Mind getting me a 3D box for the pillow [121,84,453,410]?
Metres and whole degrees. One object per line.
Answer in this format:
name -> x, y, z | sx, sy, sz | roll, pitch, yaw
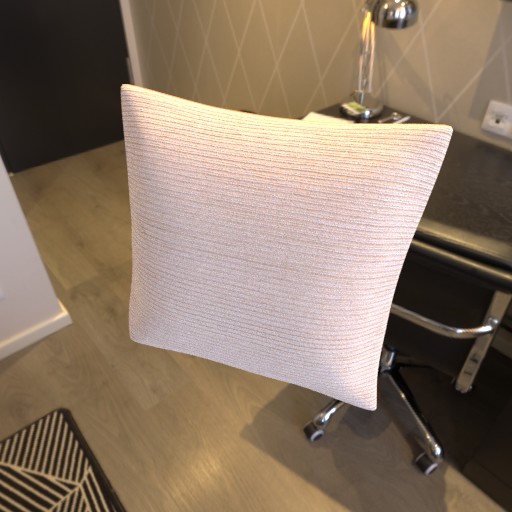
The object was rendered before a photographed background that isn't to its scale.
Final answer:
pillow -> 0.000, 0.000, 0.631 | 0.424, 0.401, 0.177 | 12, 41, 15
